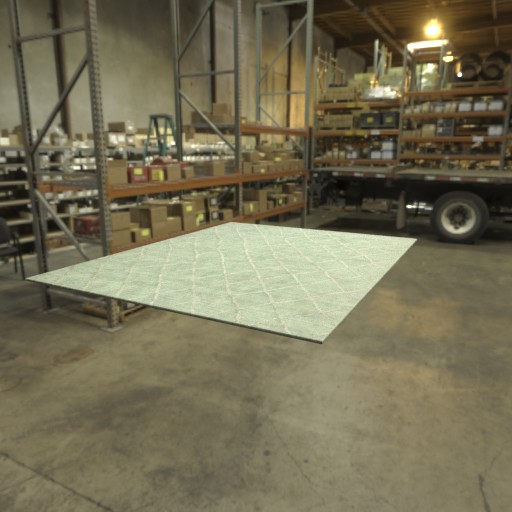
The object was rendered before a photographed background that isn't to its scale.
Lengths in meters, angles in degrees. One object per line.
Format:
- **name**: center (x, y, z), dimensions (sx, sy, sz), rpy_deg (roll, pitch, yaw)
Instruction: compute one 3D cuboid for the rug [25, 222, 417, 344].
- **rug**: center (0.000, 0.000, 4.164), dimensions (2.420, 0.019, 3.039), rpy_deg (7, 15, 27)
